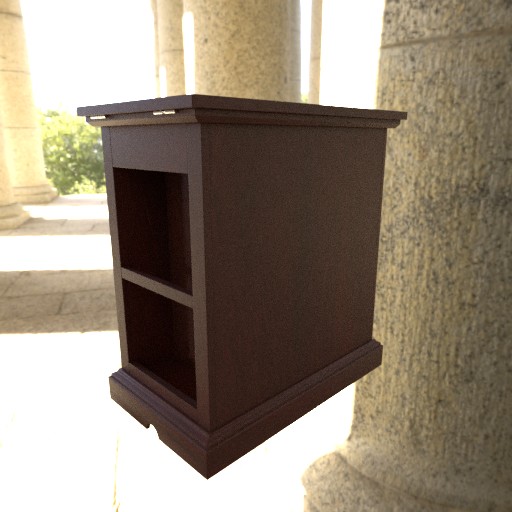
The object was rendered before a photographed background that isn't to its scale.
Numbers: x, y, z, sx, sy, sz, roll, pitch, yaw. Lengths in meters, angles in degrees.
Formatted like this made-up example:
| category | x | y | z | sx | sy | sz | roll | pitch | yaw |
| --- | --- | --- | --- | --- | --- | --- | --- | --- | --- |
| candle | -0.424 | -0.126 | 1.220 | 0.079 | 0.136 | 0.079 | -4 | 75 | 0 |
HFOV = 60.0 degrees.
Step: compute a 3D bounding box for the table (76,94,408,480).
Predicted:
| category | x | y | z | sx | sy | sz | roll | pitch | yaw |
| --- | --- | --- | --- | --- | --- | --- | --- | --- | --- |
| table | 0.000 | 0.000 | 0.975 | 0.584 | 0.612 | 0.356 | -14 | 20 | -43 |
